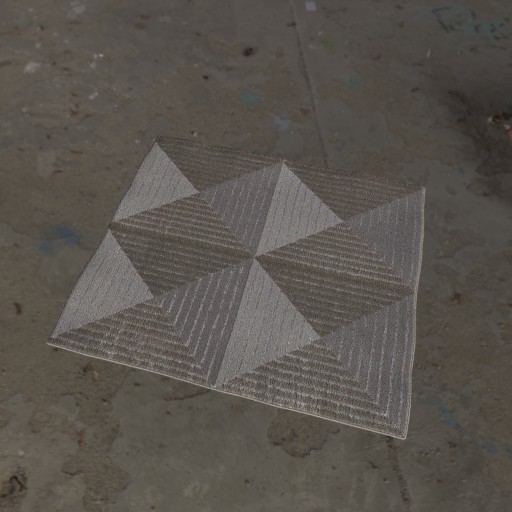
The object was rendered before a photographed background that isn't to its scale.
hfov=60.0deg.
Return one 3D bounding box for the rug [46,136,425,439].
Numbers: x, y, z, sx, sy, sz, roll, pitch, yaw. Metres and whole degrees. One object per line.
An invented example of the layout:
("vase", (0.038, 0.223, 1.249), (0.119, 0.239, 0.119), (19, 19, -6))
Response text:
("rug", (0.000, 0.000, 0.888), (0.642, 0.008, 0.551), (13, 59, 8))
